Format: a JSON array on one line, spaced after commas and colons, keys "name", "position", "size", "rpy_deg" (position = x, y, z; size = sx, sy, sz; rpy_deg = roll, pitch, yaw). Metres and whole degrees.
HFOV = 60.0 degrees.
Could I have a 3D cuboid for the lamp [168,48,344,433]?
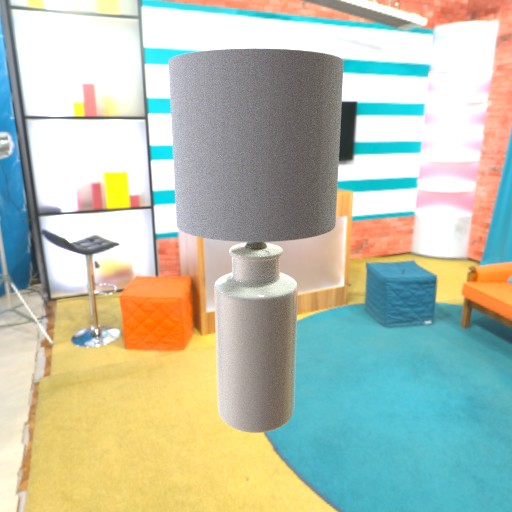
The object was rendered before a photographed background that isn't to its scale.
[{"name": "lamp", "position": [0.000, 0.000, 0.612], "size": [0.212, 0.493, 0.212], "rpy_deg": [9, 18, 28]}]
